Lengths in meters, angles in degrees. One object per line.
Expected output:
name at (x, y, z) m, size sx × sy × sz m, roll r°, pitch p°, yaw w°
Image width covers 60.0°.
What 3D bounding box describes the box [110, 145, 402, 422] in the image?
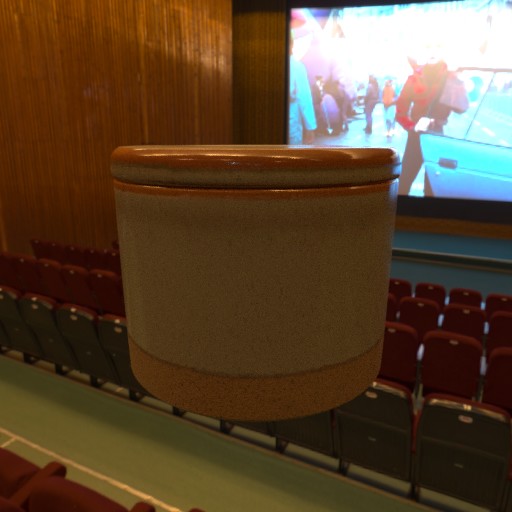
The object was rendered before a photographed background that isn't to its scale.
box at (0.000, 0.000, 0.207) m, size 0.123 × 0.100 × 0.123 m, roll 0°, pitch 15°, yaw 0°
